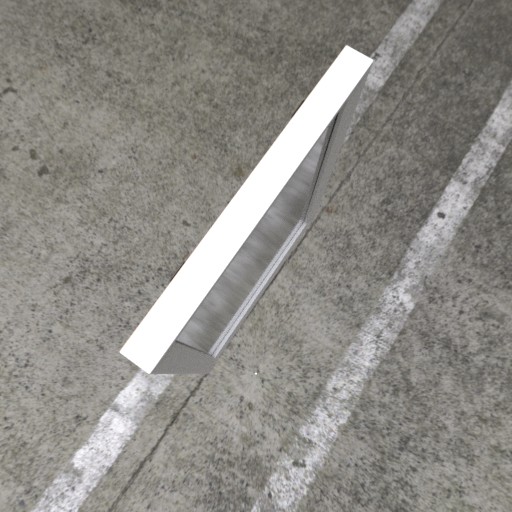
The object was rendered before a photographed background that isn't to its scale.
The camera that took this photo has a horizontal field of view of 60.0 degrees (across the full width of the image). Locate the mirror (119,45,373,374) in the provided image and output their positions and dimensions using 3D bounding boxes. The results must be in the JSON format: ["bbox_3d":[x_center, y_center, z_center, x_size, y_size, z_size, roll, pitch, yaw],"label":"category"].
[{"bbox_3d":[0.000,0.000,0.695,0.041,0.508,0.405,33,78,8],"label":"mirror"}]
